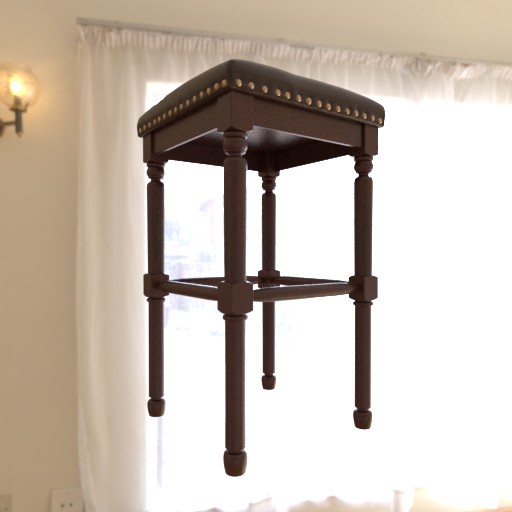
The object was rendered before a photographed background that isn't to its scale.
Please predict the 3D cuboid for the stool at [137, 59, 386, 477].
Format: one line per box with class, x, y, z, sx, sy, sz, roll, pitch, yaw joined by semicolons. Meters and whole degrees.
stool;0.000;0.000;0.942;0.382;0.702;0.383;-1;1;-36
